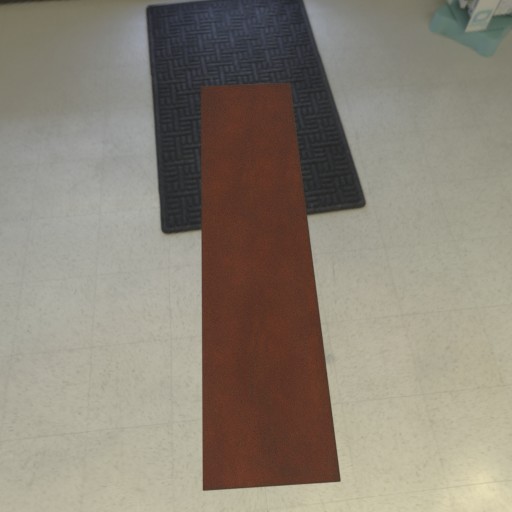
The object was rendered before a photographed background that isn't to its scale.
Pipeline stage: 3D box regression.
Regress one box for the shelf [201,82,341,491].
[{"bbox_3d":[0.000,0.000,0.659,0.152,0.088,0.607,-3,64,-1],"label":"shelf"}]
